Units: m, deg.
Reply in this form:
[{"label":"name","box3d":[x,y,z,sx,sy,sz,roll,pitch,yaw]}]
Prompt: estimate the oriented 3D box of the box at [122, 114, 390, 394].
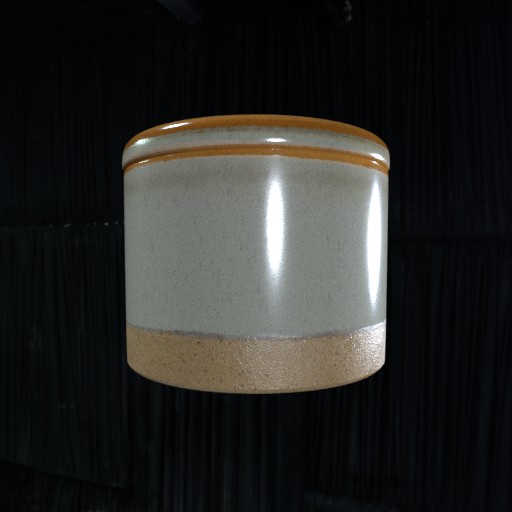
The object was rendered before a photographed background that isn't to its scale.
[{"label":"box","box3d":[0.000,0.000,0.213,0.123,0.100,0.123,0,0,0]}]
